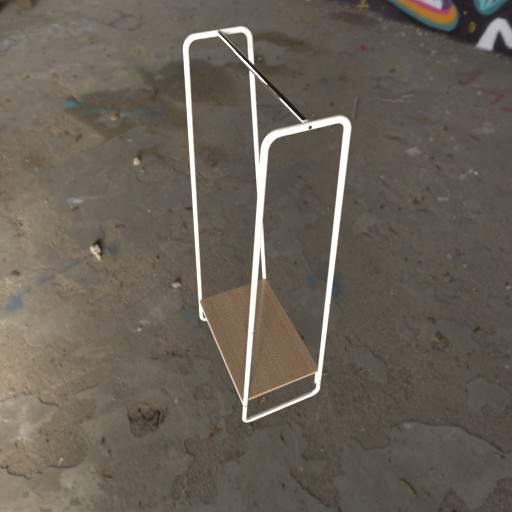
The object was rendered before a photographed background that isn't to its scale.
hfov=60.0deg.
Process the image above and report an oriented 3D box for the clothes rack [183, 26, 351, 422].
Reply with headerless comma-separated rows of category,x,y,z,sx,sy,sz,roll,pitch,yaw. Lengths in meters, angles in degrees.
clothes rack,0.000,0.000,1.764,0.400,1.500,0.640,-17,49,-16
